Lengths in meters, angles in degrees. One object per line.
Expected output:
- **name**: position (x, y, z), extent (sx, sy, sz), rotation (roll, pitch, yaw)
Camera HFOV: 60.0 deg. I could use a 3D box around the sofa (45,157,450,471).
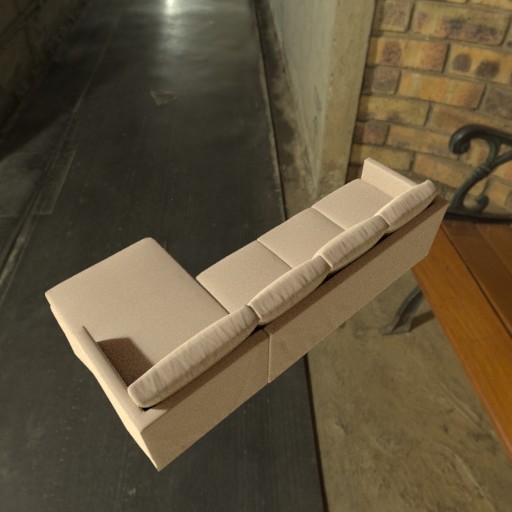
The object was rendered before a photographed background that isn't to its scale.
- **sofa**: position (0.000, 0.000, 3.846), extent (3.206, 0.871, 1.622), rotation (-32, 55, -26)
